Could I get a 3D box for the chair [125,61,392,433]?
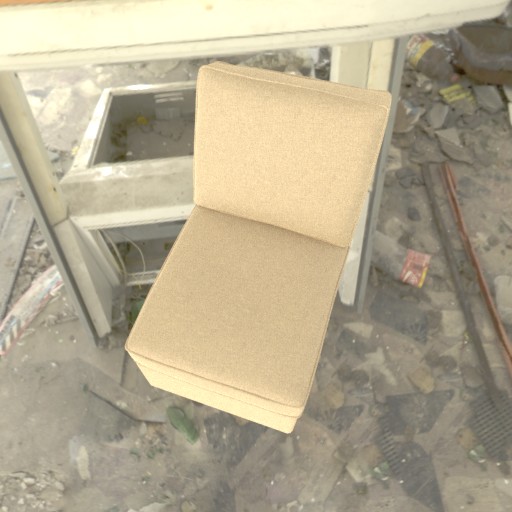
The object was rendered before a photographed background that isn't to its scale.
[{"bbox_3d":[0.000,0.000,1.571,0.621,0.970,0.938,16,59,10],"label":"chair"}]
